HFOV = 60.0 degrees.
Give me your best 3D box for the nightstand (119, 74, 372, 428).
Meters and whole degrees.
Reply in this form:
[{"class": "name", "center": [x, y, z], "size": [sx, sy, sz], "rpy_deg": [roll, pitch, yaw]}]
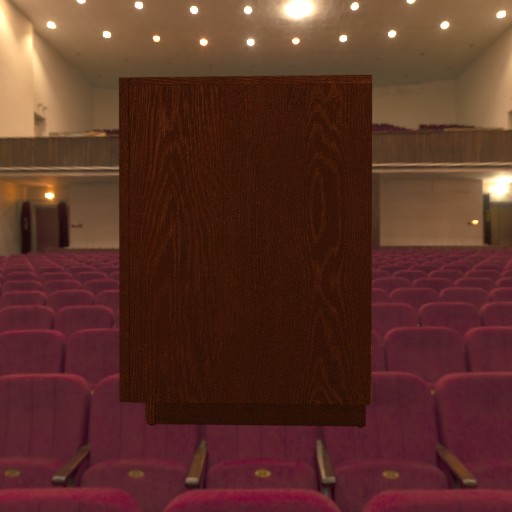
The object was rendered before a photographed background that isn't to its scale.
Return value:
[{"class": "nightstand", "center": [0.000, 0.000, 1.134], "size": [0.457, 0.612, 0.775], "rpy_deg": [0, 0, 2]}]
